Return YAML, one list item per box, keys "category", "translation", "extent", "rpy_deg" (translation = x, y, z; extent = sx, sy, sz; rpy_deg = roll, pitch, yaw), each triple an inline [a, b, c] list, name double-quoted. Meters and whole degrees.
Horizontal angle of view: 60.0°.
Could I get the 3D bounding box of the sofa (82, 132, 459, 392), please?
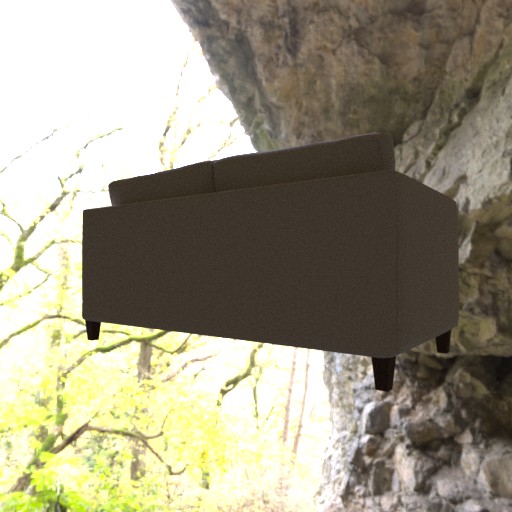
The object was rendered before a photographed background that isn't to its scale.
- category: "sofa"
  translation: [0.000, 0.000, 2.203]
  extent: [1.722, 0.888, 0.873]
  rpy_deg: [-1, -1, 36]
